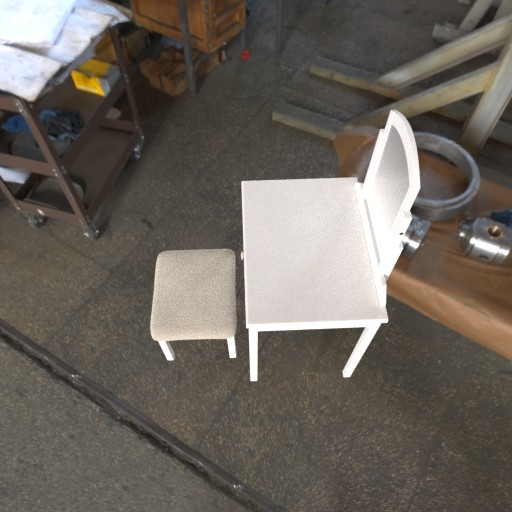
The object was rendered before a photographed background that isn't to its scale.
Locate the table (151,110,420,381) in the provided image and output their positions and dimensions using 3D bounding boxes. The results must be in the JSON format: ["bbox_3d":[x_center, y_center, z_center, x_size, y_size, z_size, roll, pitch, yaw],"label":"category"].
[{"bbox_3d":[0.000,0.000,2.313,1.211,1.631,0.876,-2,58,-1],"label":"table"}]
